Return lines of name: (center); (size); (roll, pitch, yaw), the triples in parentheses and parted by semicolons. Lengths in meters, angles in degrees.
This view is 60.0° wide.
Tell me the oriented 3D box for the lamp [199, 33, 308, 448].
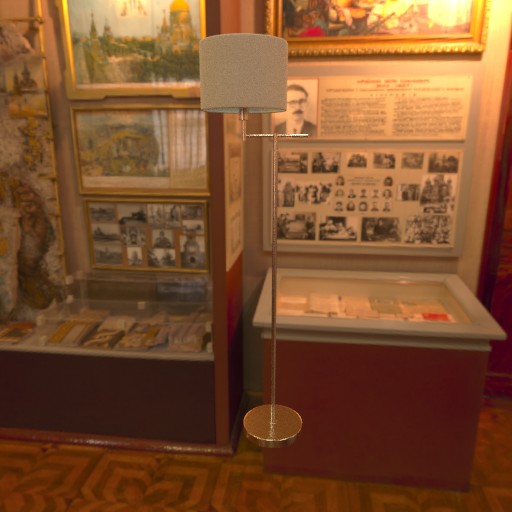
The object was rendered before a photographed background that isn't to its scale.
lamp: (0.000, 0.000, 1.814); (0.416, 1.600, 0.324); (2, 15, 9)
